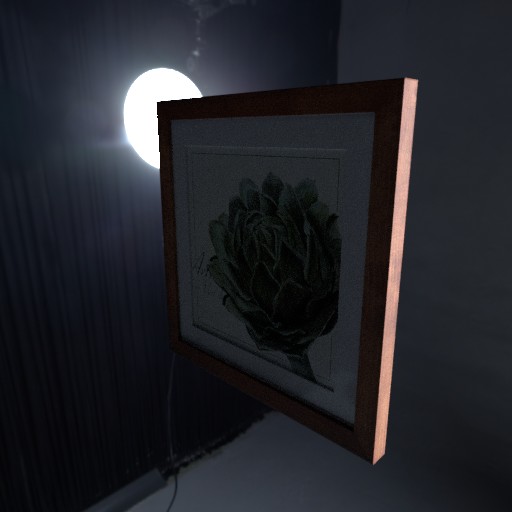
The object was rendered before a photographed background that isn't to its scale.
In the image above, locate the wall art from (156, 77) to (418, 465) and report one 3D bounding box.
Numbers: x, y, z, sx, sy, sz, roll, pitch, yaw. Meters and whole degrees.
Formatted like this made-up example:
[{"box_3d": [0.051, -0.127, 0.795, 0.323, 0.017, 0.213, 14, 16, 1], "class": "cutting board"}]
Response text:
[{"box_3d": [0.000, 0.000, 0.825, 0.554, 0.572, 0.037, 15, 21, 43], "class": "wall art"}]
